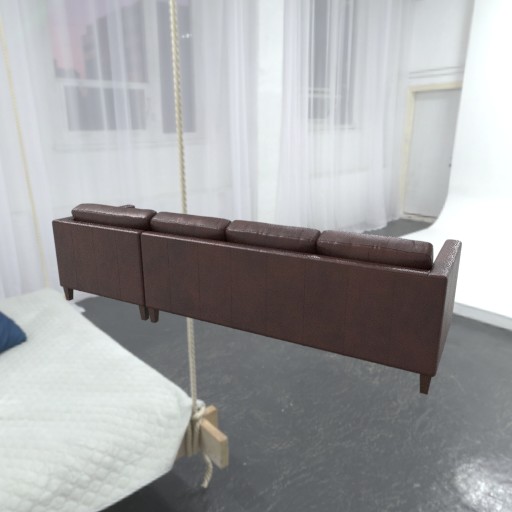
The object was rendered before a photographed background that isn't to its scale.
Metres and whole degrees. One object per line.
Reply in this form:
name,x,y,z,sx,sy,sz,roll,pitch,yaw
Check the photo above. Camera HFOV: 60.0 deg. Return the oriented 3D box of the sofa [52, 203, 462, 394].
sofa,0.000,0.000,3.859,3.203,0.883,1.581,9,18,27
